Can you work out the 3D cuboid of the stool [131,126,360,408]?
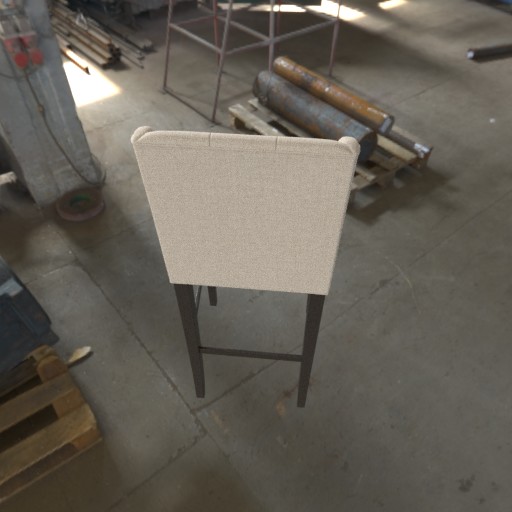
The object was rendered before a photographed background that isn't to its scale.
[{"bbox_3d":[0.000,0.000,1.388,0.474,1.116,0.509,4,46,4],"label":"stool"}]
